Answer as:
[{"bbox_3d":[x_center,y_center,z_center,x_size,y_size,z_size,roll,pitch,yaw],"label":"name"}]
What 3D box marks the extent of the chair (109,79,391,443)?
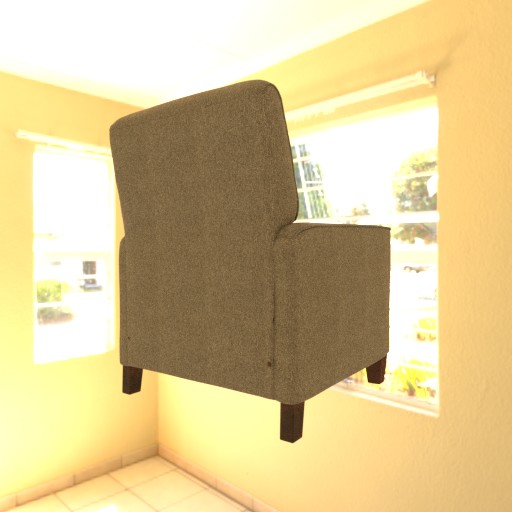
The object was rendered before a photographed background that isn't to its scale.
[{"bbox_3d":[0.000,0.000,1.712,0.841,1.028,0.858,0,1,36],"label":"chair"}]
